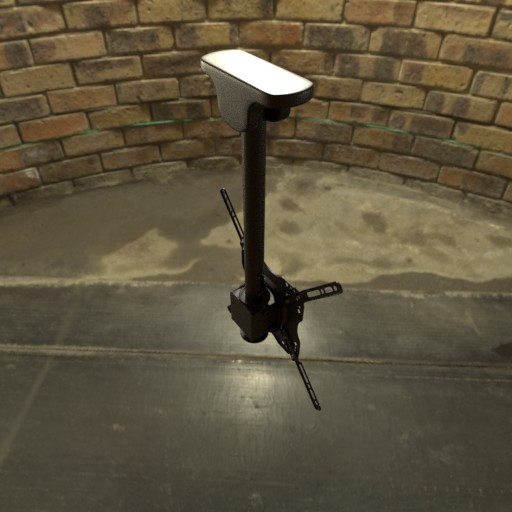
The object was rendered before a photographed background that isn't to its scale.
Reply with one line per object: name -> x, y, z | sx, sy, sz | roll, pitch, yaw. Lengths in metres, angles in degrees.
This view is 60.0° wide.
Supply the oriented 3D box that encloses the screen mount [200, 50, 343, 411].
screen mount -> 0.000, 0.000, 0.890 | 0.090, 0.729, 0.393 | -25, 47, -26
